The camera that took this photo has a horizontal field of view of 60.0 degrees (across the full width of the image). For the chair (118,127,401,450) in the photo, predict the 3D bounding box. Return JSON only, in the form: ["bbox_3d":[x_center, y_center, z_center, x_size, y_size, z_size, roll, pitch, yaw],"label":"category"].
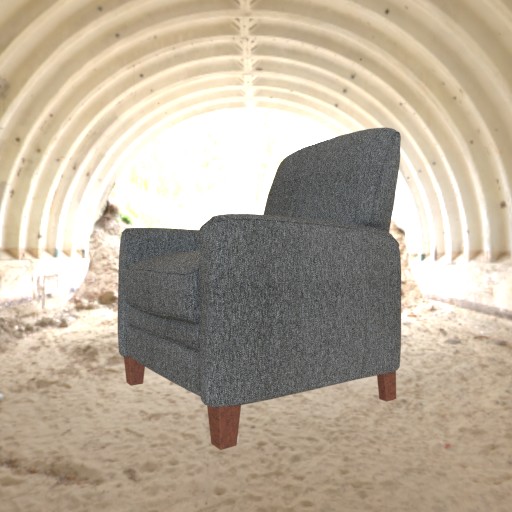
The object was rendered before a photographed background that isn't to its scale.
[{"bbox_3d":[0.000,0.000,1.674,0.864,1.014,0.848,0,0,-35],"label":"chair"}]
